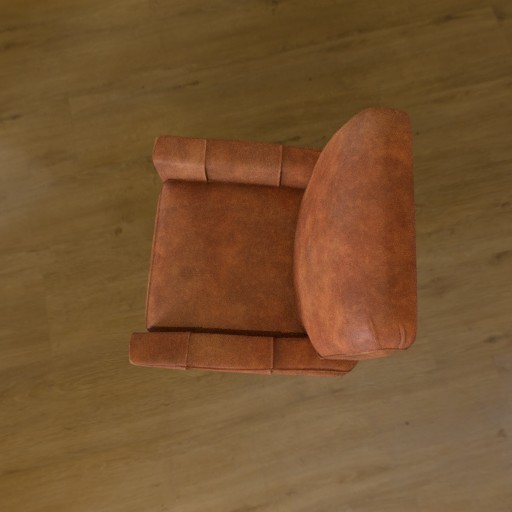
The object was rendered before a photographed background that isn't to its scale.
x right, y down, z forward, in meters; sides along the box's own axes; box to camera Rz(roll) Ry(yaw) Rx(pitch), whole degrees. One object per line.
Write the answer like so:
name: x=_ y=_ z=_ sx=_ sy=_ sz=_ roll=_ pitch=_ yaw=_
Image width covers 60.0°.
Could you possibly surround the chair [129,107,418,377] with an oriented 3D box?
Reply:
chair: x=0.000 y=0.000 z=1.644 sx=0.836 sy=1.043 sz=0.843 roll=3 pitch=76 yaw=1
